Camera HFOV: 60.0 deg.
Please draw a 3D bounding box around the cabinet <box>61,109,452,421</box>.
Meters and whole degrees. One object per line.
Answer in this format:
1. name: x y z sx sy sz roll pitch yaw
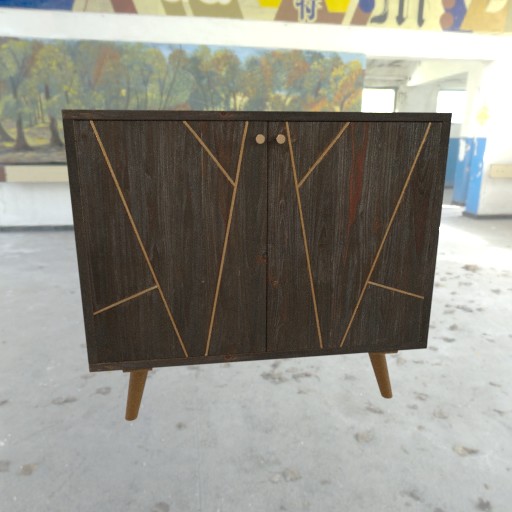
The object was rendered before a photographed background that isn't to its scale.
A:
1. cabinet: 0.000 0.000 1.483 1.023 0.897 0.529 -2 15 -8
